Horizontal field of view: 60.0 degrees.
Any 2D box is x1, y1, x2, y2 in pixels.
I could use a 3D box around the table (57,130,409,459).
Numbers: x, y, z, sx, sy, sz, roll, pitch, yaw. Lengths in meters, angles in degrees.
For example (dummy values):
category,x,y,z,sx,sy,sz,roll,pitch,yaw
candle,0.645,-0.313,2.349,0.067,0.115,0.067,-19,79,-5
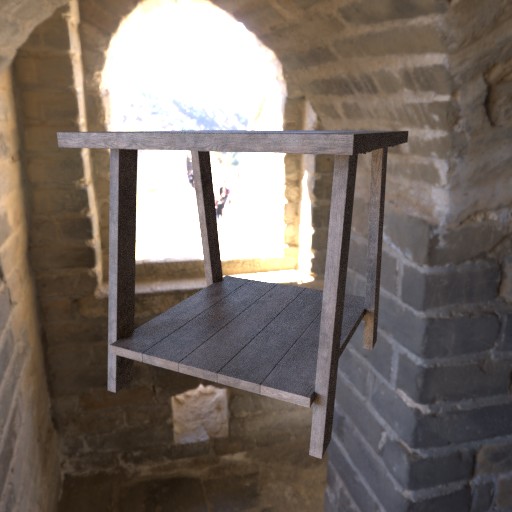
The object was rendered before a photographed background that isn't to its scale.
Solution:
category,x,y,z,sx,sy,sz,roll,pitch,yaw
table,0.000,0.000,1.126,0.610,0.610,0.610,8,18,24
